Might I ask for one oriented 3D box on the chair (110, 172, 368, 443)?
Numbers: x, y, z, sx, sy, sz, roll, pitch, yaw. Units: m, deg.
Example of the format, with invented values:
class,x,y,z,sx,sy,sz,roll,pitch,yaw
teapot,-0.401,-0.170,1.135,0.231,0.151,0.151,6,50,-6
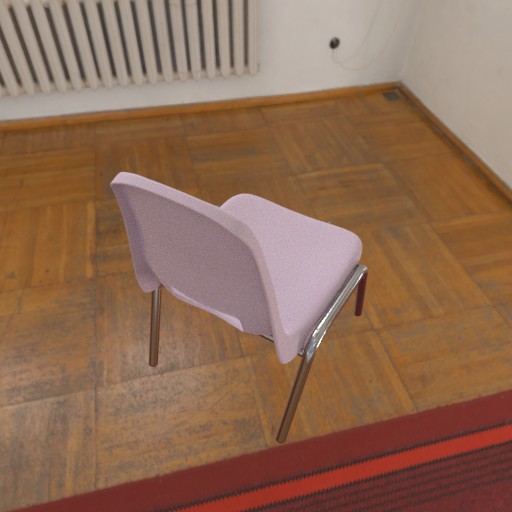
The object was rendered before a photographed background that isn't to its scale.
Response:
class,x,y,z,sx,sy,sz,roll,pitch,yaw
chair,0.000,0.000,0.799,0.354,0.536,0.385,23,50,21
